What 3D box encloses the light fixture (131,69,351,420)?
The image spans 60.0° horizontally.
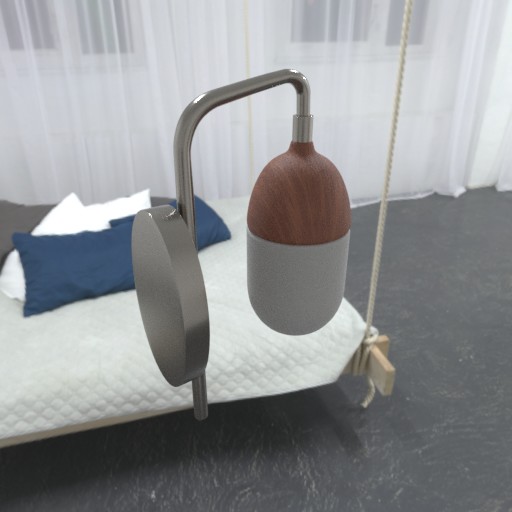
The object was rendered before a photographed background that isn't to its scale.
[{"bbox_3d":[0.000,0.000,0.443,0.216,0.343,0.108,-17,31,-31],"label":"light fixture"}]
